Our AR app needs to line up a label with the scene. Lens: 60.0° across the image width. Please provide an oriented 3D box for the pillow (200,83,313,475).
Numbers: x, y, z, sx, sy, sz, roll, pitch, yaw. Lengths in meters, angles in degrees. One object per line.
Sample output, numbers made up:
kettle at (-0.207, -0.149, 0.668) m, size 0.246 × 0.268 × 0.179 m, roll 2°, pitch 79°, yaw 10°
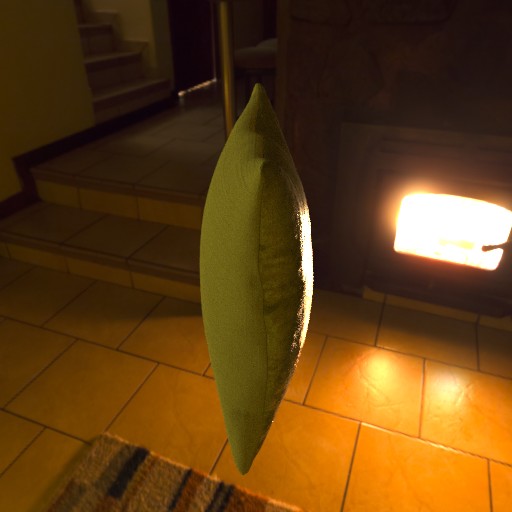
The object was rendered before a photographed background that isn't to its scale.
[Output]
pillow at (0.000, 0.000, 0.720) m, size 0.175 × 0.464 × 0.470 m, roll 0°, pitch 31°, yaw 1°
